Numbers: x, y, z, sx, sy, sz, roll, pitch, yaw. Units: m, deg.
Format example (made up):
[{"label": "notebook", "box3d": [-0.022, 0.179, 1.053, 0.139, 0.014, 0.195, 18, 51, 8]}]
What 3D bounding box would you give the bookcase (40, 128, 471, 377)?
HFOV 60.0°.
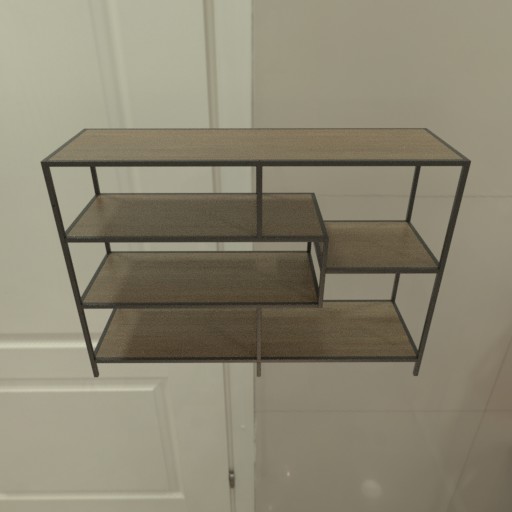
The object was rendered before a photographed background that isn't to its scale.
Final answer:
[{"label": "bookcase", "box3d": [0.000, 0.000, 1.517, 1.140, 0.780, 0.350, 0, 30, 0]}]
